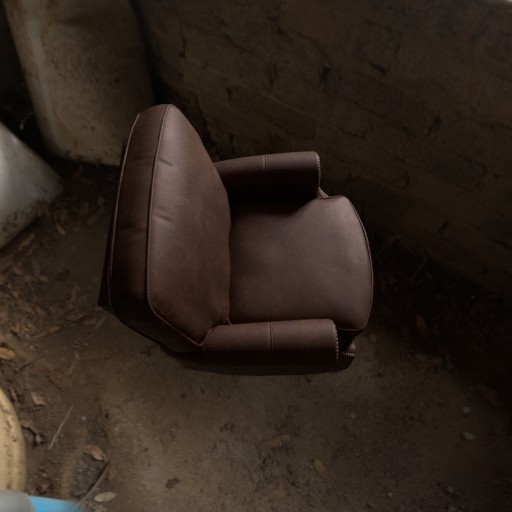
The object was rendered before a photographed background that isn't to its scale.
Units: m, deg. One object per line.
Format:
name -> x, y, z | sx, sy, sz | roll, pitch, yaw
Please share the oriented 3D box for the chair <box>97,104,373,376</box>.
chair -> 0.000, 0.000, 1.815 | 0.986, 1.018, 0.936 | -1, 63, 0
